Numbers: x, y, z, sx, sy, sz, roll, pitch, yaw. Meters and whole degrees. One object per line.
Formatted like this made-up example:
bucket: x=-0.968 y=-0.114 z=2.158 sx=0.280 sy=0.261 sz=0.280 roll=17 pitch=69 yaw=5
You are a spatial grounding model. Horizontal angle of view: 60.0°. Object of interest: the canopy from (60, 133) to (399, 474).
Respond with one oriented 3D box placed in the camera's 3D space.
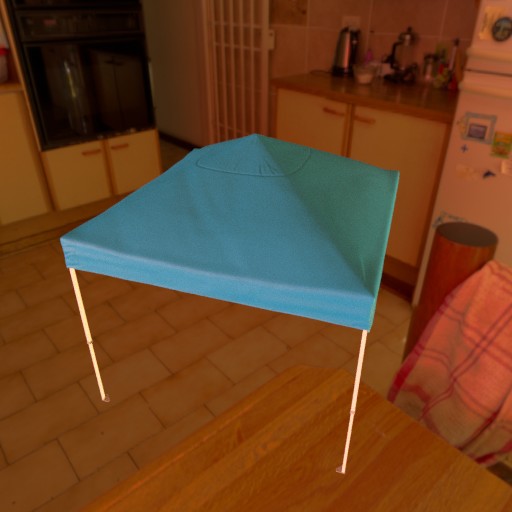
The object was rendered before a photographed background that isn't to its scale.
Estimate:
canopy: x=0.000 y=0.000 z=5.429 sx=2.996 sy=2.997 sz=2.998 roll=10 pitch=32 yaw=16
